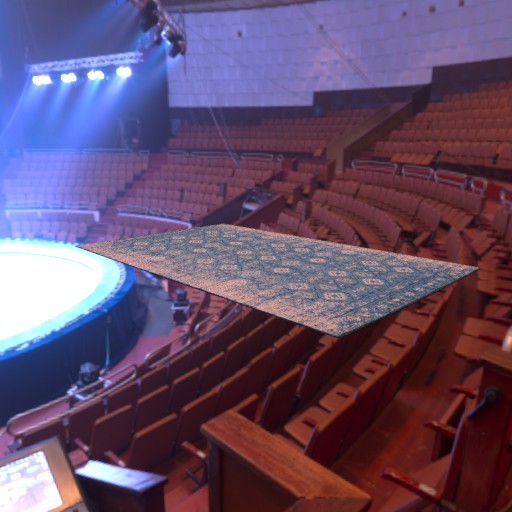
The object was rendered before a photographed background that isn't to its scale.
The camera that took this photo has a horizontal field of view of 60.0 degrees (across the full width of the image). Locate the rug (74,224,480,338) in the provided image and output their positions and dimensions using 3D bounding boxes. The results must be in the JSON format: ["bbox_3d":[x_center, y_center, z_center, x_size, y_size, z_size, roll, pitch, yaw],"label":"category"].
[{"bbox_3d":[0.000,0.000,2.243,1.102,0.008,1.795,-13,18,-43],"label":"rug"}]
